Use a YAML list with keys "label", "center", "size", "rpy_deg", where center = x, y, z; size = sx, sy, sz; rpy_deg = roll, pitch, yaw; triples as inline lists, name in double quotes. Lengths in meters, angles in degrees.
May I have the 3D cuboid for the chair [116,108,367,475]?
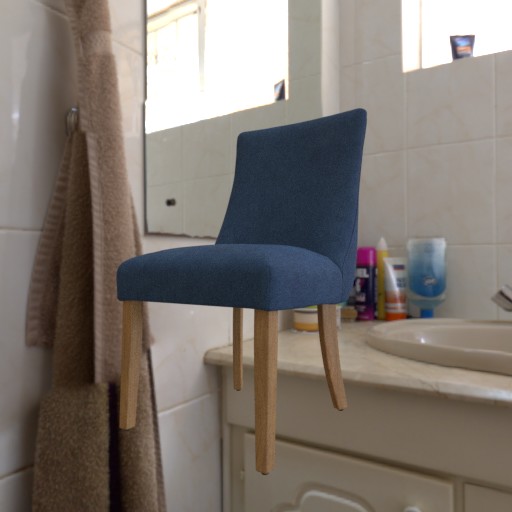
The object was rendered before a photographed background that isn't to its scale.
- label: "chair"
  center: [0.000, 0.000, 1.258]
  size: [0.495, 0.902, 0.609]
  rpy_deg: [-1, -1, 34]
